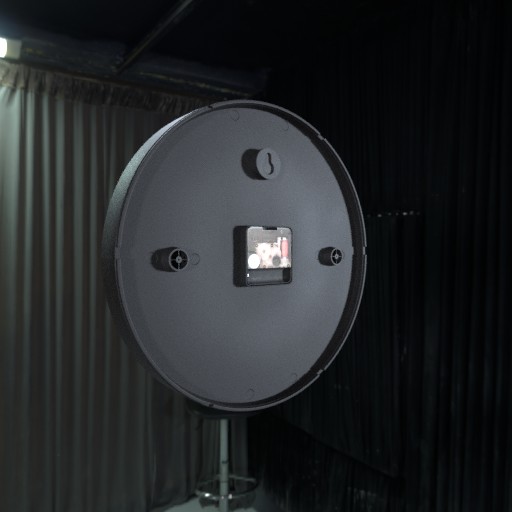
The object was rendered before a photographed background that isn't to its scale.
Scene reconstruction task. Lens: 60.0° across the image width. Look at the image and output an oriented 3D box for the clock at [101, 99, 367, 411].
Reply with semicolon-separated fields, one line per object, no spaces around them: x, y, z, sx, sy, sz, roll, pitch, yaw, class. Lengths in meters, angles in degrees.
0.000;0.000;0.437;0.293;0.293;0.040;-1;2;-37;clock
